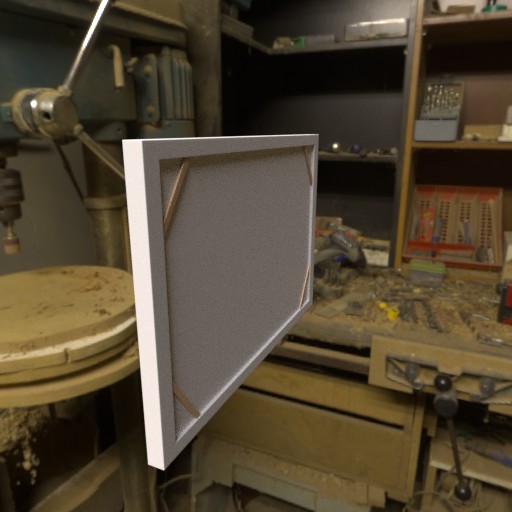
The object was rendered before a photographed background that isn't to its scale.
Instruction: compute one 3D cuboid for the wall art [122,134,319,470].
[{"bbox_3d":[0.000,0.000,1.167,0.038,0.609,0.914,7,17,24],"label":"wall art"}]
